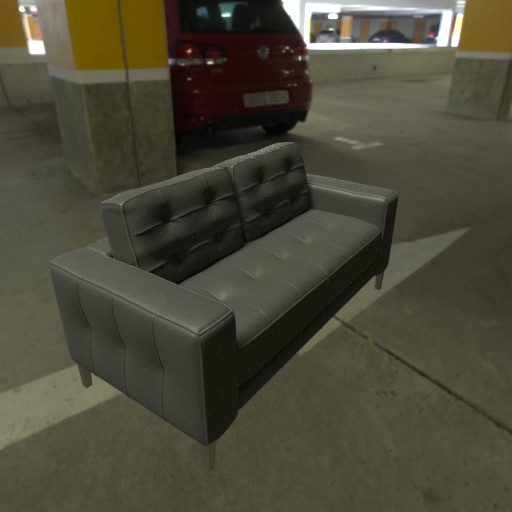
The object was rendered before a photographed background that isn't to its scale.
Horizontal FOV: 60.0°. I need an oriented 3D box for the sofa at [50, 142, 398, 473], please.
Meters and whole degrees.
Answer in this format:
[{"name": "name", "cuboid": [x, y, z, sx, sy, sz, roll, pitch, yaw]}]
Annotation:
[{"name": "sofa", "cuboid": [0.000, 0.000, 2.225, 0.833, 0.892, 1.726, 18, 32, 32]}]
